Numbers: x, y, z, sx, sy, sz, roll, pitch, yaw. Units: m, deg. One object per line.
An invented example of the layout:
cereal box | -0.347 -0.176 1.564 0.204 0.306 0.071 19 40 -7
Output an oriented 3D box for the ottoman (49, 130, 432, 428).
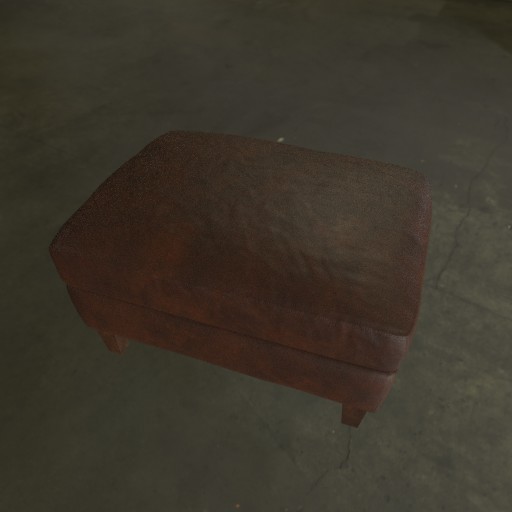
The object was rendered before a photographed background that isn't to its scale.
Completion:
ottoman | 0.000 0.000 1.288 0.887 0.527 0.659 13 44 14
